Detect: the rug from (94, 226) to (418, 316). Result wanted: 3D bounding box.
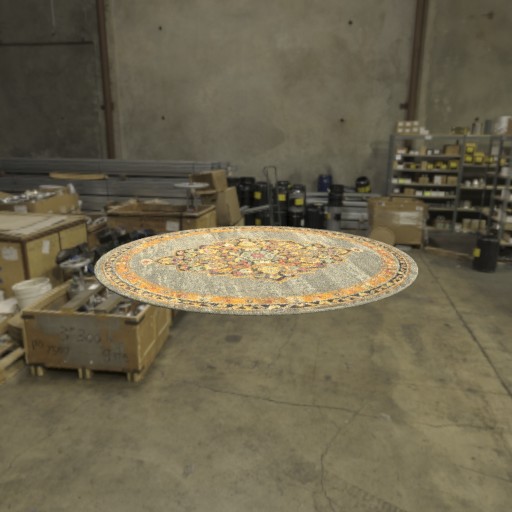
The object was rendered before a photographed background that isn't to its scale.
[{"bbox_3d":[0.000,0.000,2.316,1.598,0.010,1.598,0,15,0],"label":"rug"}]
